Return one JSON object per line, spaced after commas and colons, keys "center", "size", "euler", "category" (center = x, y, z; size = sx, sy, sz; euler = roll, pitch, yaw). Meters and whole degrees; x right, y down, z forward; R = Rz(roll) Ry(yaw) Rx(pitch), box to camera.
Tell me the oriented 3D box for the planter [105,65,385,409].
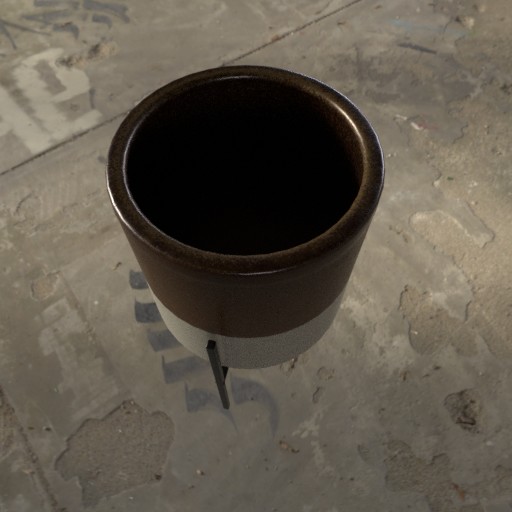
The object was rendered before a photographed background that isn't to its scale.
{"center": [0.000, 0.000, 0.553], "size": [0.269, 0.375, 0.255], "euler": [-15, 60, -9], "category": "planter"}
